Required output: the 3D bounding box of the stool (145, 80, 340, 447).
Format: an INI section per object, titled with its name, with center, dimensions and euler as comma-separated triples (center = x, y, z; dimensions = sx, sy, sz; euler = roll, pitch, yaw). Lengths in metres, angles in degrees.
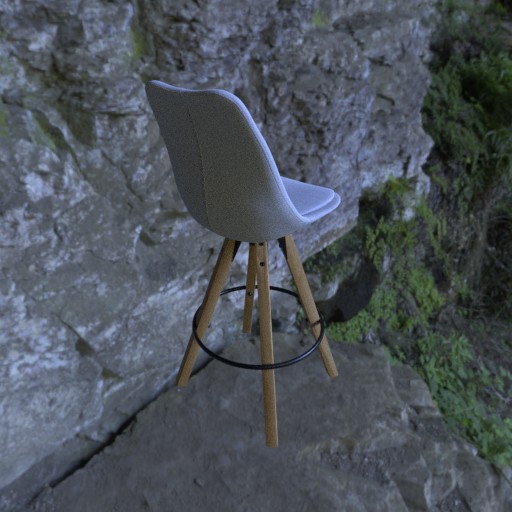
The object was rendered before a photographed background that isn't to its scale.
[stool]
center = 0.000, 0.000, 1.445
dimensions = 0.484, 1.115, 0.550
euler = 21, 36, 32
